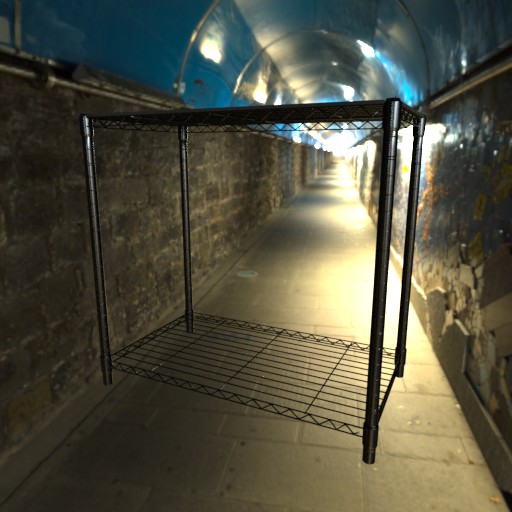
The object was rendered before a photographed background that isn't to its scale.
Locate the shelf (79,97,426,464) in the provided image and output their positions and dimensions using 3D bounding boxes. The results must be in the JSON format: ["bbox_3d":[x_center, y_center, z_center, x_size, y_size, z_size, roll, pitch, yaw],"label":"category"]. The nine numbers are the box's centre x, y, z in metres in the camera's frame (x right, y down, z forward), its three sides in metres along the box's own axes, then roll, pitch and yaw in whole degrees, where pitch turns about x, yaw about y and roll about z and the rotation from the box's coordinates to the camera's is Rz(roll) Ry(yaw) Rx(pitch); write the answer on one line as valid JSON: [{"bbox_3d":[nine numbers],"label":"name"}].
[{"bbox_3d":[0.000,0.000,0.920,0.589,0.564,0.338,6,15,25],"label":"shelf"}]
